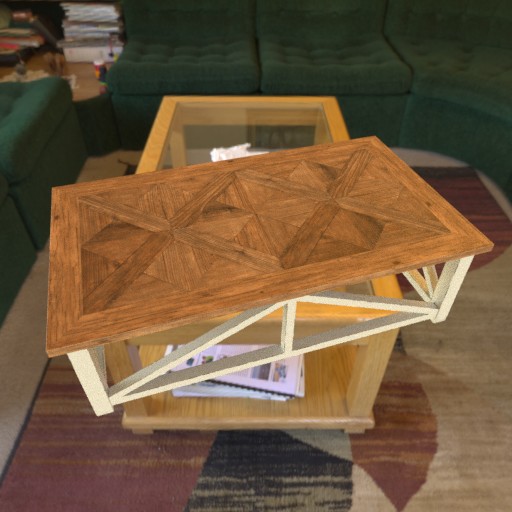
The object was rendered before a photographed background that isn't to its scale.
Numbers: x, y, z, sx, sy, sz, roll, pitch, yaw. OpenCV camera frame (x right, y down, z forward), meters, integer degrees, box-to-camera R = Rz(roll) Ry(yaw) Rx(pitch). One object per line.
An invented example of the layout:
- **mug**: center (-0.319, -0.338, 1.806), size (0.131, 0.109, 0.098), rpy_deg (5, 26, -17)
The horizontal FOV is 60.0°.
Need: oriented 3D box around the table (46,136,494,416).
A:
- **table**: center (0.000, 0.000, 1.727), size (1.400, 0.410, 0.800), rpy_deg (-12, 44, -13)
